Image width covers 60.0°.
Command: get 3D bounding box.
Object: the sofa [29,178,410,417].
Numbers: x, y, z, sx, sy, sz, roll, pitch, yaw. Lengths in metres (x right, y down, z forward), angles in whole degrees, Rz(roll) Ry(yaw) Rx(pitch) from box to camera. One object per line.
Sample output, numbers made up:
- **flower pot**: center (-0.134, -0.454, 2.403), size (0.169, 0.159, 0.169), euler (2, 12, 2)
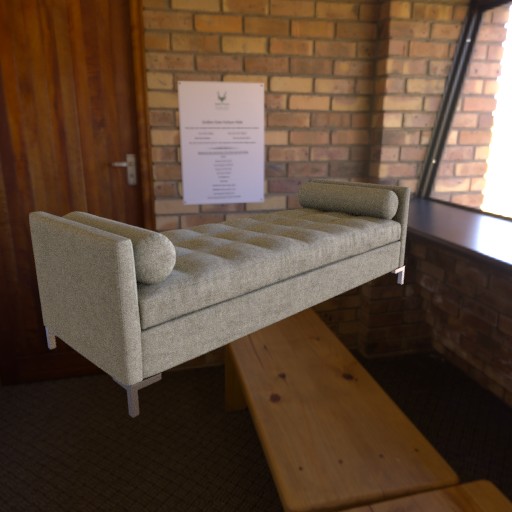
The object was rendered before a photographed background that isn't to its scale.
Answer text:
- **sofa**: center (0.000, 0.000, 2.480), size (0.797, 0.657, 2.102), euler (15, 21, 43)
